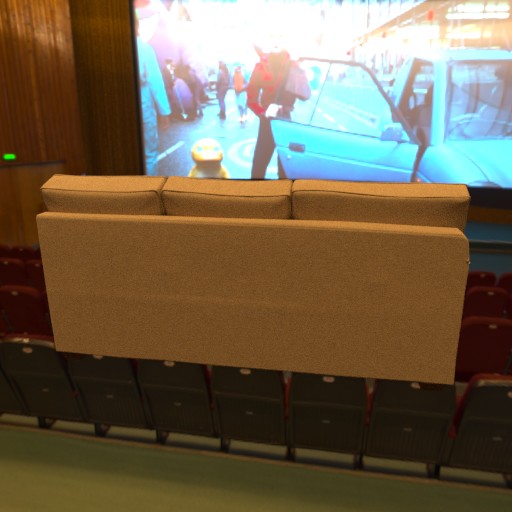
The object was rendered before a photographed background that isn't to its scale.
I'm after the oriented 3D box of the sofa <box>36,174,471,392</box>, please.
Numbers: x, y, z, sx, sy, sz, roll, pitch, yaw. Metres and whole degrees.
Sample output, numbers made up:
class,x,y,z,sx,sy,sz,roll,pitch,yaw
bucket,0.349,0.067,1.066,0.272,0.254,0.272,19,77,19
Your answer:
class,x,y,z,sx,sy,sz,roll,pitch,yaw
sofa,0.000,0.000,2.483,1.962,0.946,1.034,3,16,9
